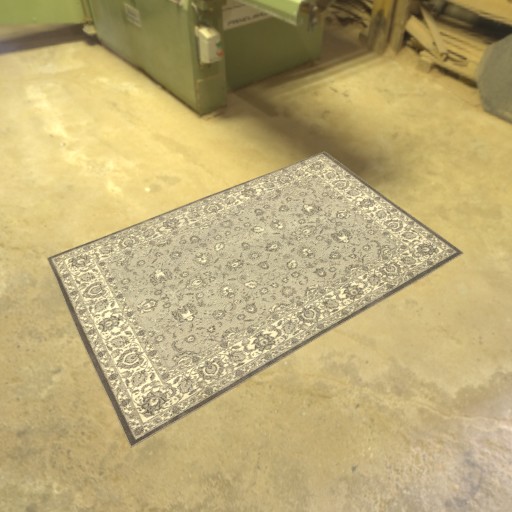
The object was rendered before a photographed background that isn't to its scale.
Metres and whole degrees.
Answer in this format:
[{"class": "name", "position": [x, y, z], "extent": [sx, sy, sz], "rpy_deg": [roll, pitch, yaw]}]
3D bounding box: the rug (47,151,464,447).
[{"class": "rug", "position": [0.000, 0.000, 3.039], "extent": [2.438, 0.011, 1.524], "rpy_deg": [-25, 51, -22]}]
